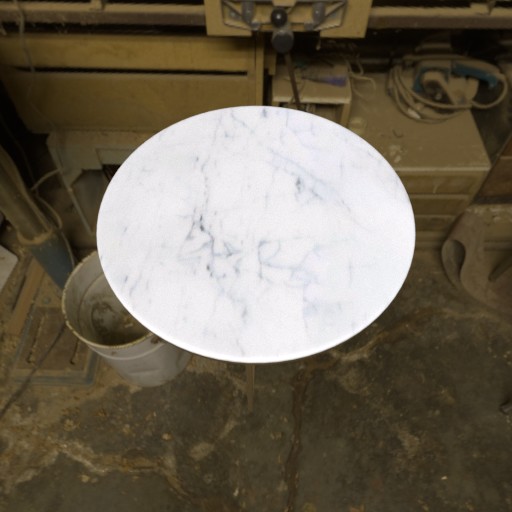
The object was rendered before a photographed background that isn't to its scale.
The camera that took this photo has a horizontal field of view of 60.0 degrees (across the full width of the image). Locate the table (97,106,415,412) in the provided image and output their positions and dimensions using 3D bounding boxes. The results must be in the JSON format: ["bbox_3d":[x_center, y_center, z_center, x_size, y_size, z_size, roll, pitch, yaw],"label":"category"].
[{"bbox_3d":[0.000,0.000,1.318,0.800,0.450,0.800,0,58,0],"label":"table"}]
